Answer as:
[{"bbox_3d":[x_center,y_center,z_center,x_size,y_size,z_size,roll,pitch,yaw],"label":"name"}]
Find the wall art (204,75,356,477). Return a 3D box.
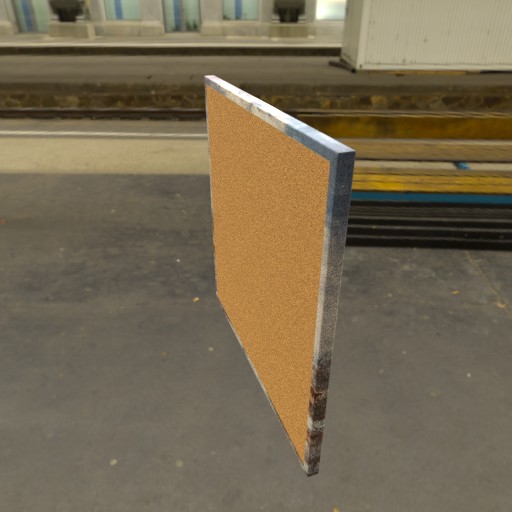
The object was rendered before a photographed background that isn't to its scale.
[{"bbox_3d":[0.000,0.000,1.335,0.035,0.897,0.888,-11,32,-18],"label":"wall art"}]
